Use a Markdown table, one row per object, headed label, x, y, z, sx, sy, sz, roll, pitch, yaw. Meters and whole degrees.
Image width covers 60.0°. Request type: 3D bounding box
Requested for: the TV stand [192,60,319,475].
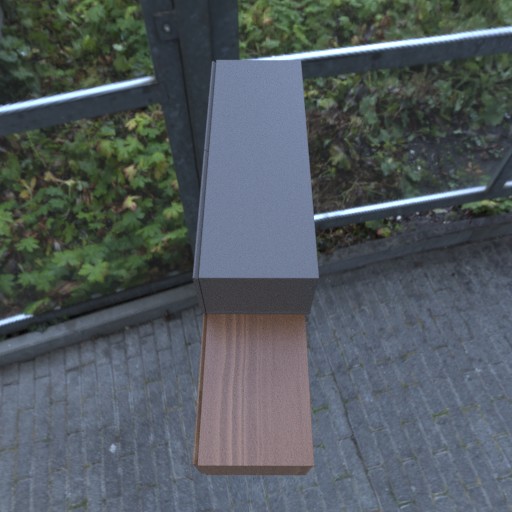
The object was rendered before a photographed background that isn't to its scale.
| label | x | y | z | sx | sy | sz | roll | pitch | yaw |
| --- | --- | --- | --- | --- | --- | --- | --- | --- | --- |
| TV stand | 0.000 | 0.000 | 1.532 | 0.329 | 0.591 | 1.336 | 0 | 58 | 0 |
